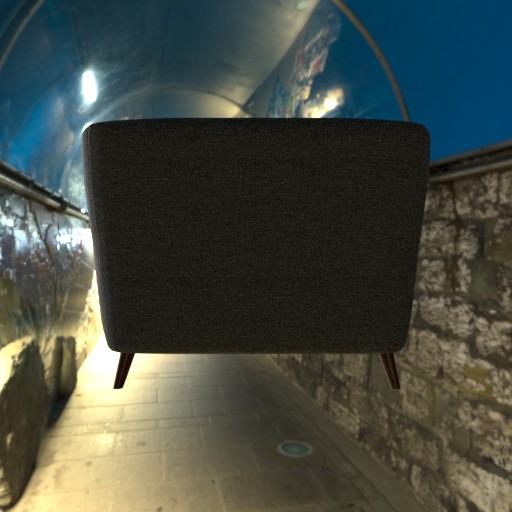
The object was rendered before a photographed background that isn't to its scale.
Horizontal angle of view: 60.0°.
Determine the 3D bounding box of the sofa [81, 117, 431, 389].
[{"bbox_3d":[0.000,0.000,2.010,1.358,1.028,0.874,0,1,0],"label":"sofa"}]
